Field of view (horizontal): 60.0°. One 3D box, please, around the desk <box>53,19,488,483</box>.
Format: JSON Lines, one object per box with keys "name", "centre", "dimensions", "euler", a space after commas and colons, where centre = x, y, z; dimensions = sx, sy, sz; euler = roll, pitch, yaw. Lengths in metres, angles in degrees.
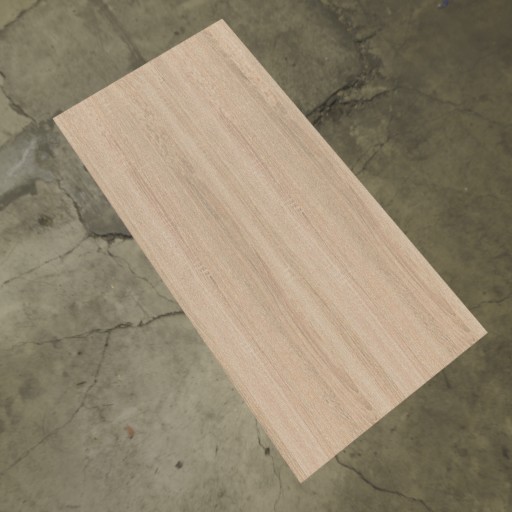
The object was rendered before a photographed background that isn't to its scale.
{"name": "desk", "centre": [0.000, 0.000, 1.325], "dimensions": [0.499, 0.660, 0.991], "euler": [-35, 78, -9]}
